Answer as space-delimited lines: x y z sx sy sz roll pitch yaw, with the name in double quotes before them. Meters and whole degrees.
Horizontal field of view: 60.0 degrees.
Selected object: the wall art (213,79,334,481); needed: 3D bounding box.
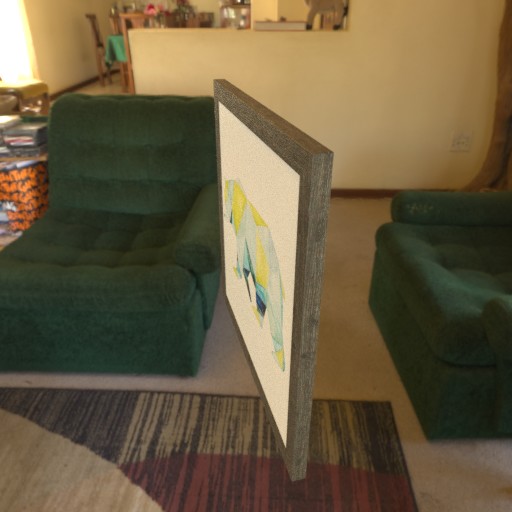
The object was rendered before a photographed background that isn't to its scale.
"wall art" 0.000 0.000 0.694 0.027 0.459 0.462 -8 30 -13
